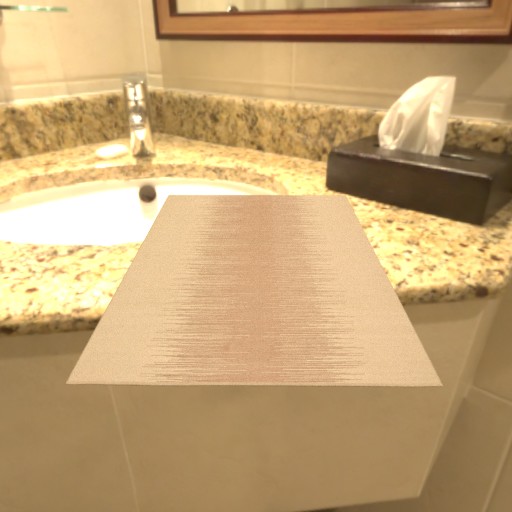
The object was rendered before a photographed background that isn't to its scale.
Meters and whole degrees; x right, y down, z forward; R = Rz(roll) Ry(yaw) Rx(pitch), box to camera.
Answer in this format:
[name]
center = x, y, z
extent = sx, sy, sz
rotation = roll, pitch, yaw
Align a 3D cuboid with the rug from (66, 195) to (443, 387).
[rug]
center = 0.000, 0.000, 2.264
extent = 1.234, 0.006, 1.850
rotation = 0, 27, 0
